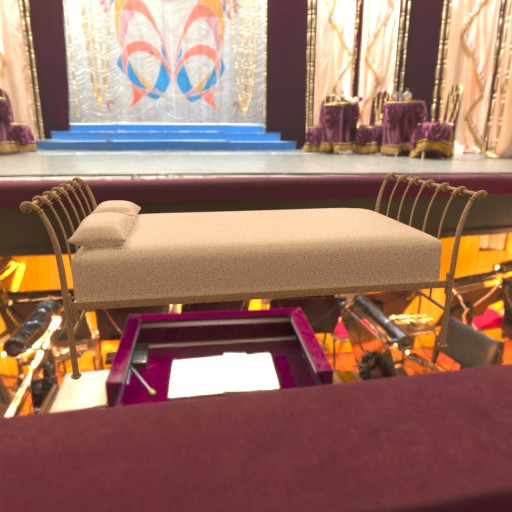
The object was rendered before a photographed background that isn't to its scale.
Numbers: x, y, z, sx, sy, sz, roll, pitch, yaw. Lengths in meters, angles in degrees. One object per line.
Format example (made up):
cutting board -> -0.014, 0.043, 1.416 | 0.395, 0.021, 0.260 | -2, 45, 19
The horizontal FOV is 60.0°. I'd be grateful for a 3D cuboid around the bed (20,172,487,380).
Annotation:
bed -> 0.000, 0.000, 2.666 | 2.228, 0.873, 1.032 | -3, 16, -9
